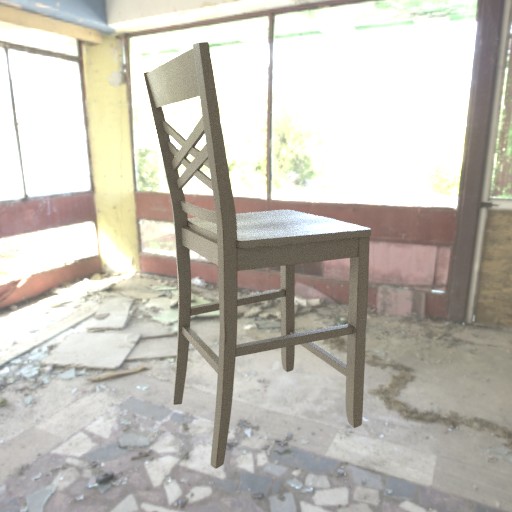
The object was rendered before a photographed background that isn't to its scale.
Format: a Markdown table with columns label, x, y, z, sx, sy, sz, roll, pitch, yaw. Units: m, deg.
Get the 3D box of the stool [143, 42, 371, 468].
| label | x | y | z | sx | sy | sz | roll | pitch | yaw |
| --- | --- | --- | --- | --- | --- | --- | --- | --- | --- |
| stool | 0.000 | 0.000 | 1.359 | 0.539 | 1.079 | 0.462 | -7 | 16 | -27 |
